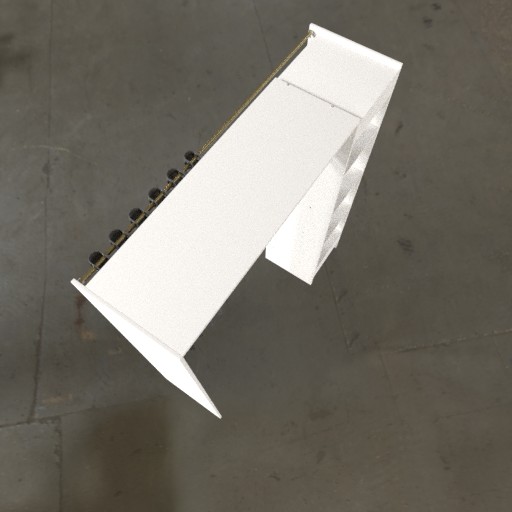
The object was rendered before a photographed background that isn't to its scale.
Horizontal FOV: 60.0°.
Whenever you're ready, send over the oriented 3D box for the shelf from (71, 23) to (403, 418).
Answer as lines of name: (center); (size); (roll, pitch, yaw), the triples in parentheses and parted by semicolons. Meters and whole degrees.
shelf: (0.000, 0.000, 2.568); (0.500, 1.810, 1.600); (32, 68, 14)
